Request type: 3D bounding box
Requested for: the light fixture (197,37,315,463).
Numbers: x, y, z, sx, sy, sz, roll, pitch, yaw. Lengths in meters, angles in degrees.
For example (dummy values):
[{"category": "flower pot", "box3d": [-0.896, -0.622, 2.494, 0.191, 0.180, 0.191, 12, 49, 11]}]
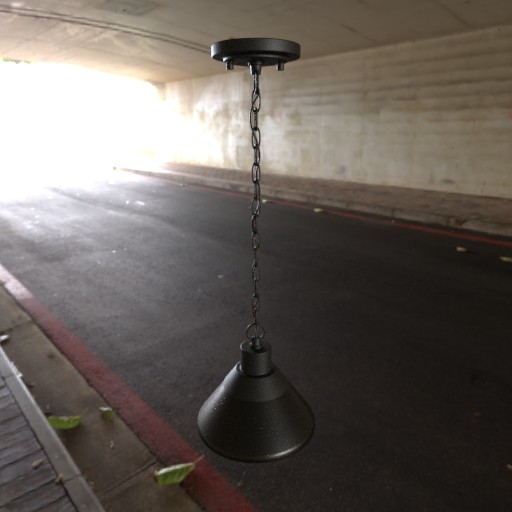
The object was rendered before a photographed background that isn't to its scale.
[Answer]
[{"category": "light fixture", "box3d": [0.000, 0.000, 0.679, 0.201, 0.588, 0.201, -2, 16, -8]}]
